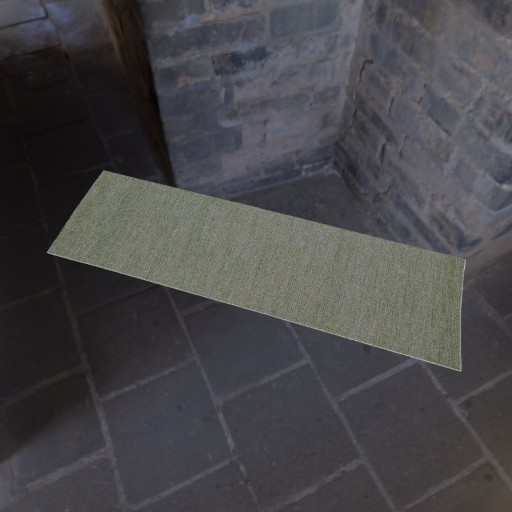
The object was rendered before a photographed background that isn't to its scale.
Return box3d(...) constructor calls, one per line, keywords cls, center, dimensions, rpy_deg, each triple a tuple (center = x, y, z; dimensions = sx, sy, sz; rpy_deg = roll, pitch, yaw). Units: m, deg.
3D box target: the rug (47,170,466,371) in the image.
box3d(cls="rug", center=(0.000, 0.000, 2.556), dimensions=(2.340, 0.013, 0.686), rpy_deg=(15, 58, 10))
